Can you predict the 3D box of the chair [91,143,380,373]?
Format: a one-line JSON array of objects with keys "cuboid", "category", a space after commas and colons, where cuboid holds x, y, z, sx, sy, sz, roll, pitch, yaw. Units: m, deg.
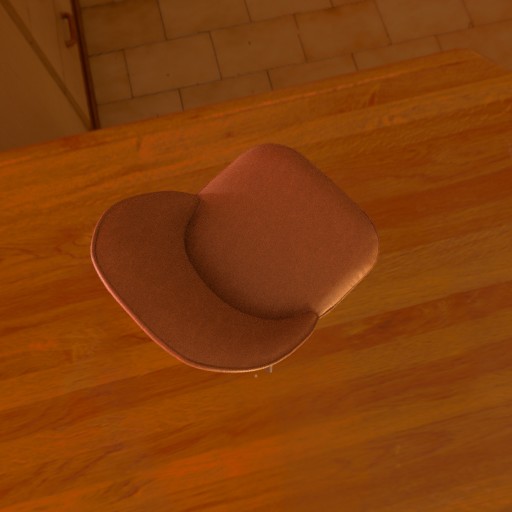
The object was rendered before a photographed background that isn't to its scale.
[{"cuboid": [0.000, 0.000, 1.236, 0.631, 0.831, 0.521, -43, 79, -10], "category": "chair"}]
